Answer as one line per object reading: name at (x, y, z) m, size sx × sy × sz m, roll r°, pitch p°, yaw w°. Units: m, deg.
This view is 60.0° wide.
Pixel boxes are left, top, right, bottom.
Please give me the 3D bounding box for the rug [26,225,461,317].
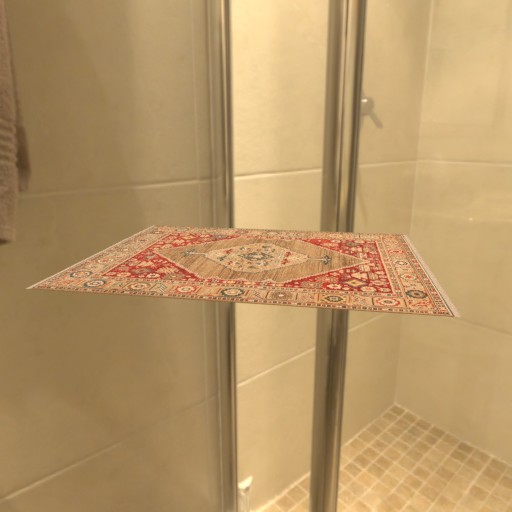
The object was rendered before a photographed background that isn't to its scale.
rug at (0.000, 0.000, 4.273) m, size 3.143 × 0.008 × 2.451 m, roll 3°, pitch 16°, yaw 10°
